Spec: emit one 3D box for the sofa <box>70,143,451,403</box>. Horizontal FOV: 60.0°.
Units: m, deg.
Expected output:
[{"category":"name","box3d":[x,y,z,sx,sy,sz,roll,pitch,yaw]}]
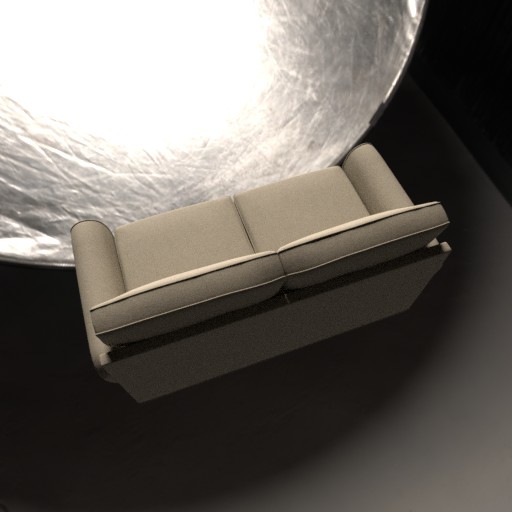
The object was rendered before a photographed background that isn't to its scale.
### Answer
[{"category":"sofa","box3d":[0.000,0.000,2.343,1.774,0.933,0.861,-17,61,-10]}]
